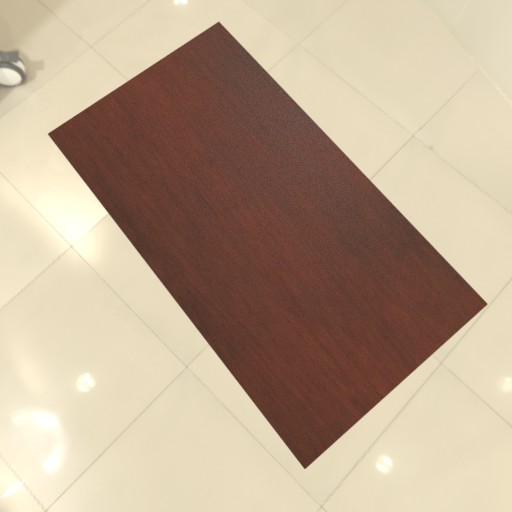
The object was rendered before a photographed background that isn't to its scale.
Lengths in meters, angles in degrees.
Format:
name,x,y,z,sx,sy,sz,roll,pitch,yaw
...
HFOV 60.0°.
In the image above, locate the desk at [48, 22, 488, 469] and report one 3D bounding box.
name,x,y,z,sx,sy,sz,roll,pitch,yaw
desk,0.000,0.000,1.431,0.549,0.762,1.001,-38,78,-10
